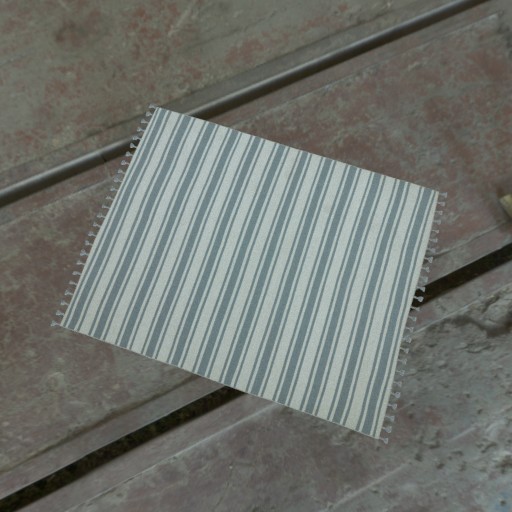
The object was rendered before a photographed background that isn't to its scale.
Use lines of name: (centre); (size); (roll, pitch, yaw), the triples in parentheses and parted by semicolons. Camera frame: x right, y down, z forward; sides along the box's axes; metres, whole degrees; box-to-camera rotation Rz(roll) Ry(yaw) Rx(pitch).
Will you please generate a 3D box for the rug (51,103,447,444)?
rug: (0.000, 0.000, 4.214); (3.201, 0.005, 2.439); (18, 76, 5)
